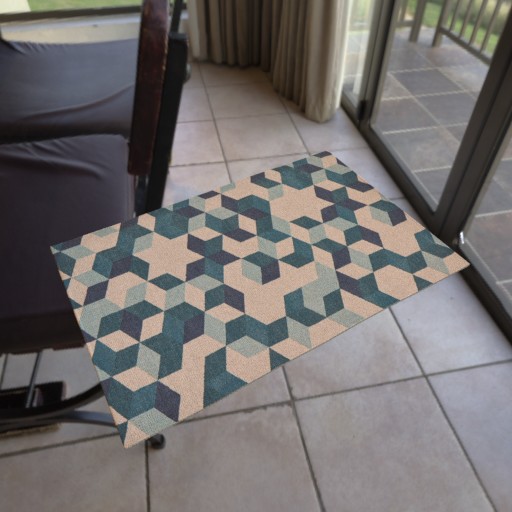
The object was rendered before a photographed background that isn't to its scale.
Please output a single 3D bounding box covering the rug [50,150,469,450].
[{"bbox_3d":[0.000,0.000,2.315,1.829,0.014,1.235,-23,50,-20],"label":"rug"}]
